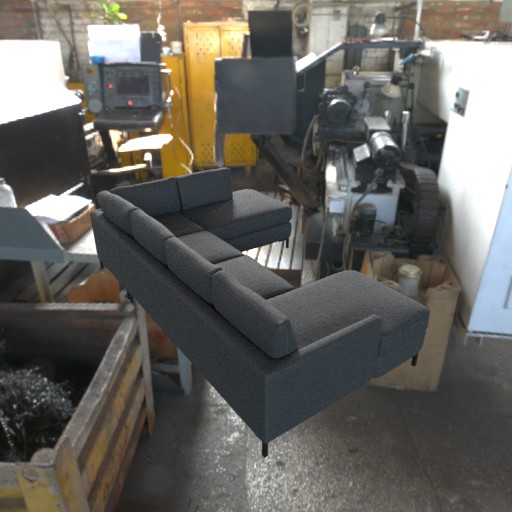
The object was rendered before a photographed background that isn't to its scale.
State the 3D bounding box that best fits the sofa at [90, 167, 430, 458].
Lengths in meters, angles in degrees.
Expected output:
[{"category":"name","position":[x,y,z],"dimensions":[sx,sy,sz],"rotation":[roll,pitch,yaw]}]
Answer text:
[{"category":"sofa","position":[0.000,0.000,3.896],"dimensions":[1.984,0.858,2.975],"rotation":[-18,31,-32]}]
